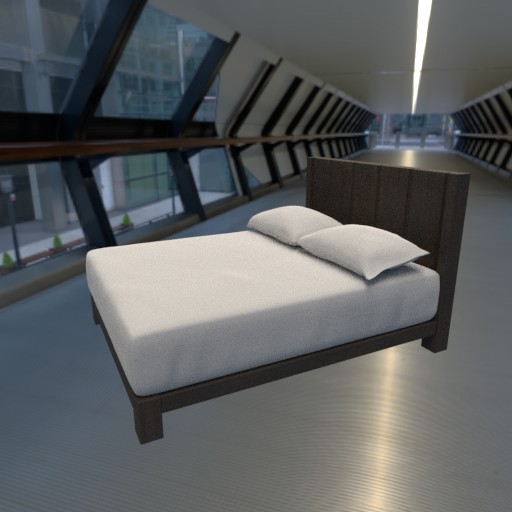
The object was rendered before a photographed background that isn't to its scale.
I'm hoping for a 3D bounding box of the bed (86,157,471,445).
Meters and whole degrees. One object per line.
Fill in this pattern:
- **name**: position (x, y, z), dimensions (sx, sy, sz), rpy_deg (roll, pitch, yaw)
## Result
- **bed**: position (0.000, 0.000, 3.298), dimensions (2.242, 1.270, 1.727), rpy_deg (-8, 18, -26)
